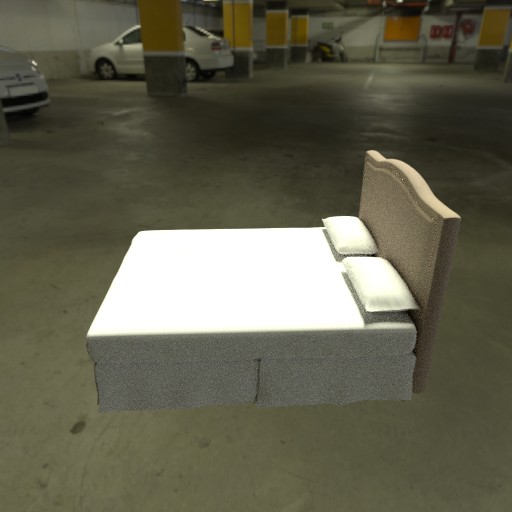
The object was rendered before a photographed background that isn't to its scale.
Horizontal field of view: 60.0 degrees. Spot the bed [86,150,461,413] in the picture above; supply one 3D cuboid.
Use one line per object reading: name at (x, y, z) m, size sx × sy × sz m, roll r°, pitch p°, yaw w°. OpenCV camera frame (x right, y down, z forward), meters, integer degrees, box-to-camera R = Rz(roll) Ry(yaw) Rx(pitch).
bed at (0.000, 0.000, 3.516) m, size 2.282 × 1.436 × 1.821 m, roll -1°, pitch 26°, yaw -2°
